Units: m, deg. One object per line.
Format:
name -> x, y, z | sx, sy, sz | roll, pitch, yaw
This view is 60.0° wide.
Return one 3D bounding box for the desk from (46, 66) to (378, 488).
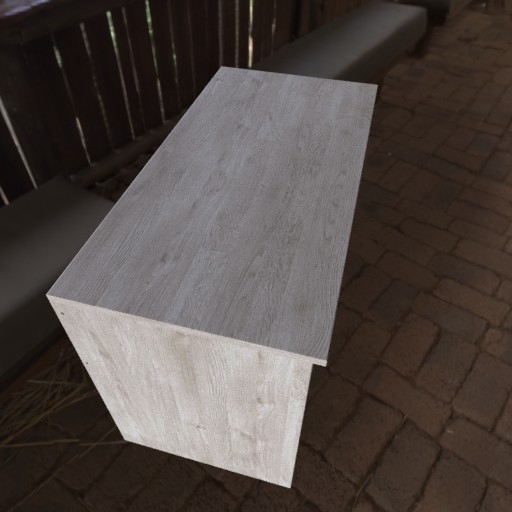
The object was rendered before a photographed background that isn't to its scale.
desk -> 0.000, 0.000, 1.455 | 0.560, 0.730, 1.100 | 11, 47, 11
